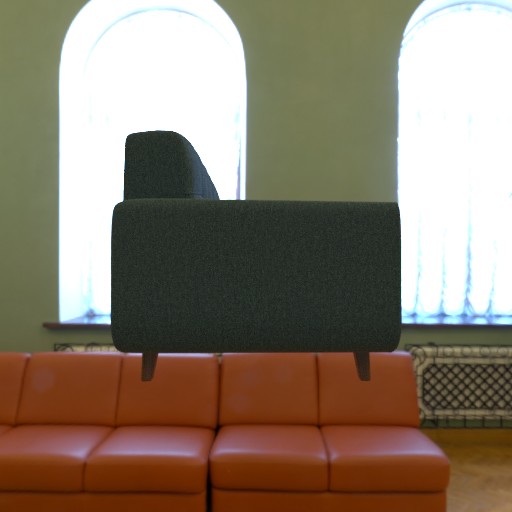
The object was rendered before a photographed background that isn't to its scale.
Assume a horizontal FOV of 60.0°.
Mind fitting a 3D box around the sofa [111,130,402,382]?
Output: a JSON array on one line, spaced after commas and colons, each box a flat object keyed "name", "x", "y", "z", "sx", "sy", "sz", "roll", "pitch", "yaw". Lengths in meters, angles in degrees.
[{"name": "sofa", "x": 0.000, "y": 0.000, "z": 2.216, "sx": 0.942, "sy": 0.896, "sz": 1.651, "roll": 0, "pitch": 0, "yaw": 0}]
